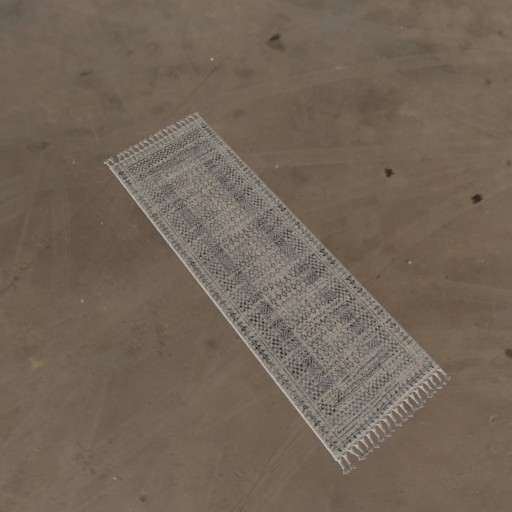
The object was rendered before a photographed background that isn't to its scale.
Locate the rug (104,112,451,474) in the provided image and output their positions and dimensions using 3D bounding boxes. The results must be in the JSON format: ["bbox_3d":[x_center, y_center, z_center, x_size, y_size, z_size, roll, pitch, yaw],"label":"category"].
[{"bbox_3d":[0.000,0.000,2.729,0.786,0.013,2.480,-34,68,-16],"label":"rug"}]
